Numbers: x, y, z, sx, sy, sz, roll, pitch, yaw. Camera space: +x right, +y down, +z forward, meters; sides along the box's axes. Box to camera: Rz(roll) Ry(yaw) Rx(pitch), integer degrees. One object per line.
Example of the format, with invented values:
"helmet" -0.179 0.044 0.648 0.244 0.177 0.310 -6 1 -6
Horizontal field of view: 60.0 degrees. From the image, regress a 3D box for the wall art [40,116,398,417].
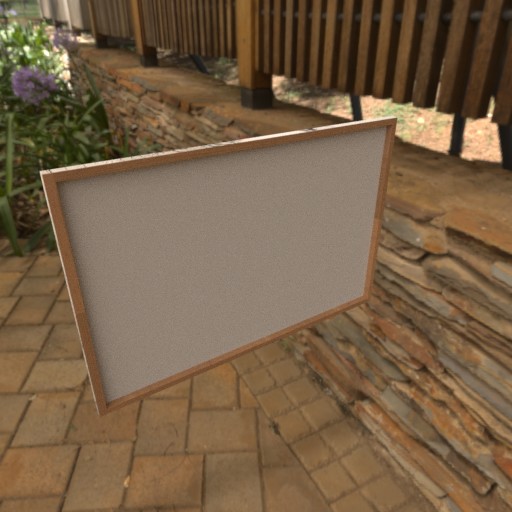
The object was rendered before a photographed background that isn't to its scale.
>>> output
"wall art" 0.000 0.000 1.152 0.914 0.607 0.023 -17 33 -29
